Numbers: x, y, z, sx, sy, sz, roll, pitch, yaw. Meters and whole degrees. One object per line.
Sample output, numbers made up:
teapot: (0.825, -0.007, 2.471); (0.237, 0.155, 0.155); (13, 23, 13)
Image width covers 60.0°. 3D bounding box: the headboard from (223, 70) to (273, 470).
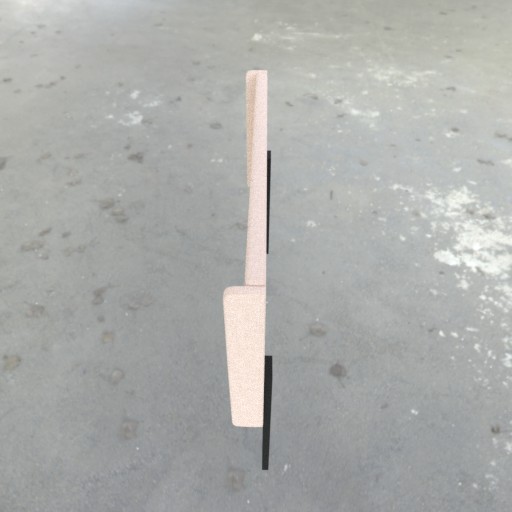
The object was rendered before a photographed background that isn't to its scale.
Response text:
headboard: (0.000, 0.000, 2.745); (0.184, 1.524, 2.051); (1, 42, 1)
